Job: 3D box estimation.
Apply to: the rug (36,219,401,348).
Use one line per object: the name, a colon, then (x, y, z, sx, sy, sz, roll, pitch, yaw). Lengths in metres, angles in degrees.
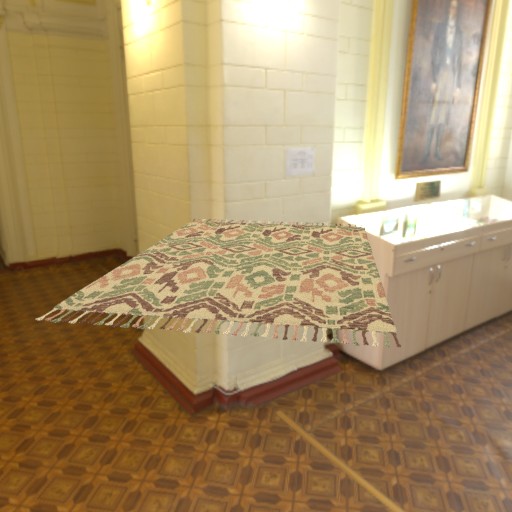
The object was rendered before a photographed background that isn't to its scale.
rug: (0.000, 0.000, 2.248, 1.219, 0.010, 1.829, 3, 16, 9)
